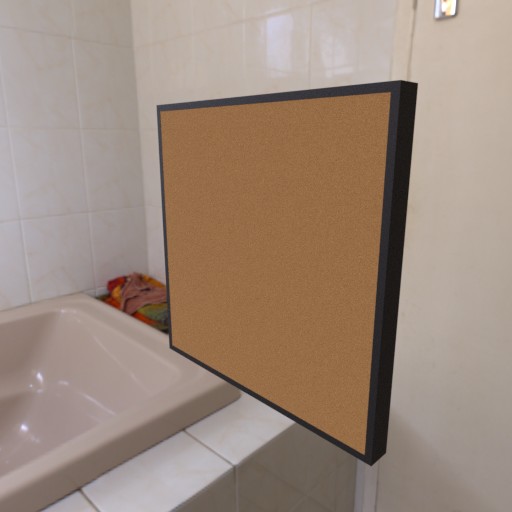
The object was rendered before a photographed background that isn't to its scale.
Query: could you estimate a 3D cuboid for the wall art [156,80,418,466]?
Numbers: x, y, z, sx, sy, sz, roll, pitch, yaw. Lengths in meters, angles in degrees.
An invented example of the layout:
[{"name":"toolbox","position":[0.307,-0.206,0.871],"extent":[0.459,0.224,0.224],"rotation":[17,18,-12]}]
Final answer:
[{"name":"wall art","position":[0.000,0.000,0.750],"extent":[0.040,0.509,0.509],"rotation":[-14,20,-42]}]
